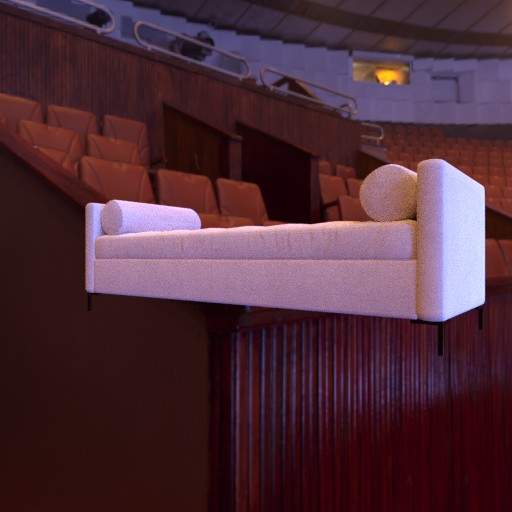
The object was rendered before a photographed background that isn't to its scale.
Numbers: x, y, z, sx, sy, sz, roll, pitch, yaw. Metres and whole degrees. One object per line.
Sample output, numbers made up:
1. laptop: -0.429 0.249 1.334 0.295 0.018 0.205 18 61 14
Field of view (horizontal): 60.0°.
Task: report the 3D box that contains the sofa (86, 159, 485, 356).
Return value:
1. sofa: 0.000 0.000 2.247 1.981 0.635 0.686 0 0 37
